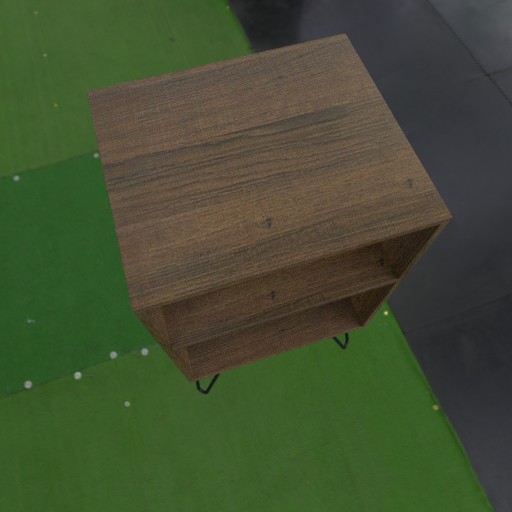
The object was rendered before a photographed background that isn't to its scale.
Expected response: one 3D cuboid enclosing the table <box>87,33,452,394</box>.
[{"bbox_3d":[0.000,0.000,1.160,0.526,0.866,0.457,-16,66,-7],"label":"table"}]
